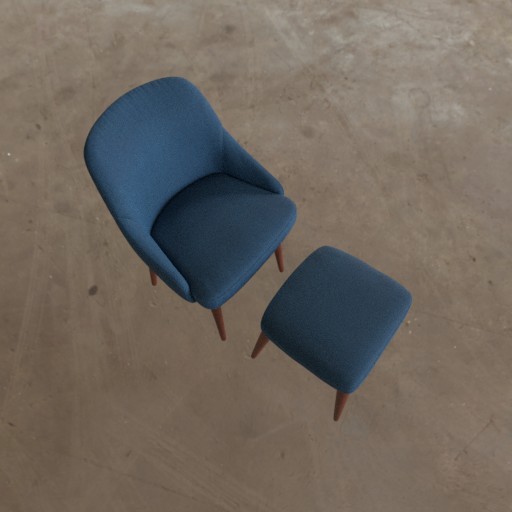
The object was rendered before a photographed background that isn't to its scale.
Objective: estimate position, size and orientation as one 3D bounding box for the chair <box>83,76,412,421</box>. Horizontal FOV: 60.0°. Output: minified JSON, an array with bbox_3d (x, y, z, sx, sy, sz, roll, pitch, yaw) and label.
[{"bbox_3d":[0.000,0.000,1.622,1.114,0.866,0.584,34,65,18],"label":"chair"}]
